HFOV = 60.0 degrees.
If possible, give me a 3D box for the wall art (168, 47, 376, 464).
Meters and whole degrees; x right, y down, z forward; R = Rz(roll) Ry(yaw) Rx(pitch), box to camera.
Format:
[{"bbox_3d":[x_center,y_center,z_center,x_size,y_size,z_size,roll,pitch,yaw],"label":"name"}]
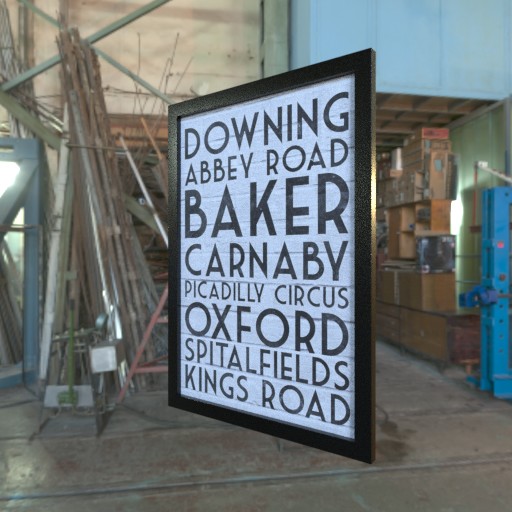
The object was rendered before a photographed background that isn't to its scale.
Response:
[{"bbox_3d":[0.000,0.000,0.840,0.462,0.656,0.019,0,0,36],"label":"wall art"}]
